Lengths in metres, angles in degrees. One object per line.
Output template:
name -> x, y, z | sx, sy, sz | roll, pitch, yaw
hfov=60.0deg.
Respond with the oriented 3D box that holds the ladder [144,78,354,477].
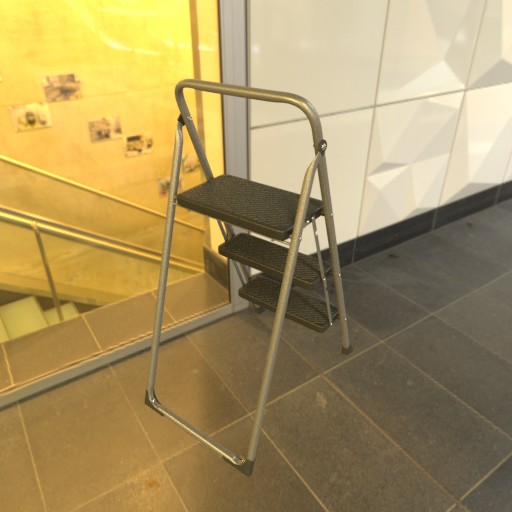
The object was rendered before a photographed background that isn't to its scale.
ladder -> 0.000, 0.000, 1.266 | 0.430, 0.945, 0.629 | 21, 37, 31
